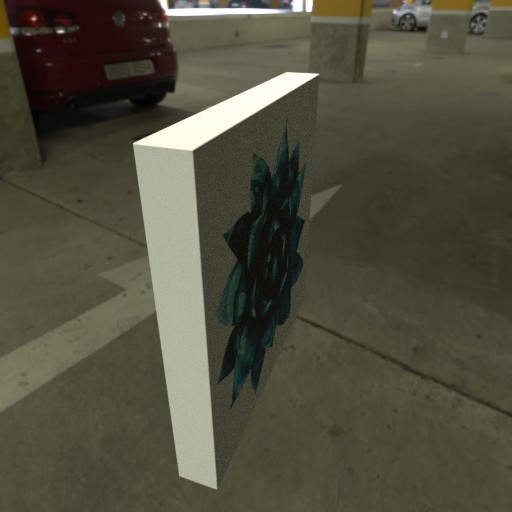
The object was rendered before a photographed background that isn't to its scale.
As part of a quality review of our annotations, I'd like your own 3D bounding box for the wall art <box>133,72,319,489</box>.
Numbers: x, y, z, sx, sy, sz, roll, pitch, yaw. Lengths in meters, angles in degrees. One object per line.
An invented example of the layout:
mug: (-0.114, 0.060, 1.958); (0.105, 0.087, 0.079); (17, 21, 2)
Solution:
wall art: (0.000, 0.000, 0.445); (0.038, 0.305, 0.305); (10, 32, 17)
